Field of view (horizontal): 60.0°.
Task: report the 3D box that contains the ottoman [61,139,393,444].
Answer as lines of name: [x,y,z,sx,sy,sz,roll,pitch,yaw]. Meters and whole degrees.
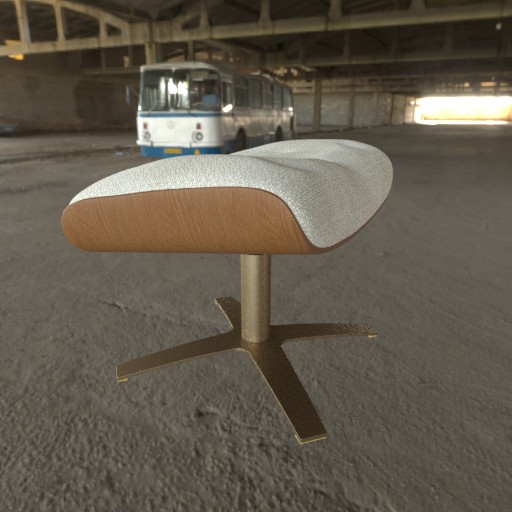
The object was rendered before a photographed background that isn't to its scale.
ottoman: [0.000,0.000,0.798,0.394,0.391,0.520,9,20,25]
